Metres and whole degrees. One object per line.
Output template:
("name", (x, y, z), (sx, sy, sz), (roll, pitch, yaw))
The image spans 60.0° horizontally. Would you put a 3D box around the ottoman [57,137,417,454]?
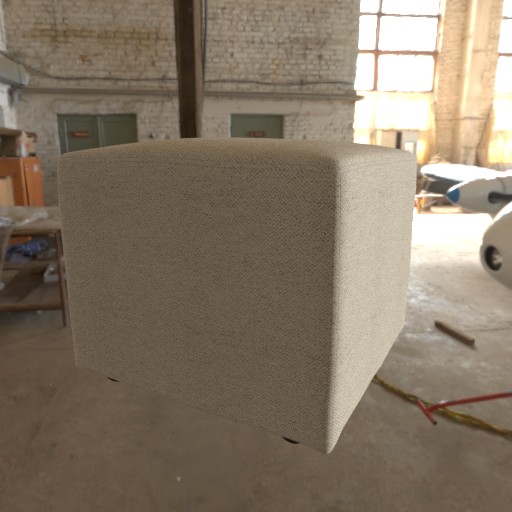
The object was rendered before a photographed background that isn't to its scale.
("ottoman", (0.000, 0.000, 0.882), (0.512, 0.453, 0.521), (8, 16, 28))
